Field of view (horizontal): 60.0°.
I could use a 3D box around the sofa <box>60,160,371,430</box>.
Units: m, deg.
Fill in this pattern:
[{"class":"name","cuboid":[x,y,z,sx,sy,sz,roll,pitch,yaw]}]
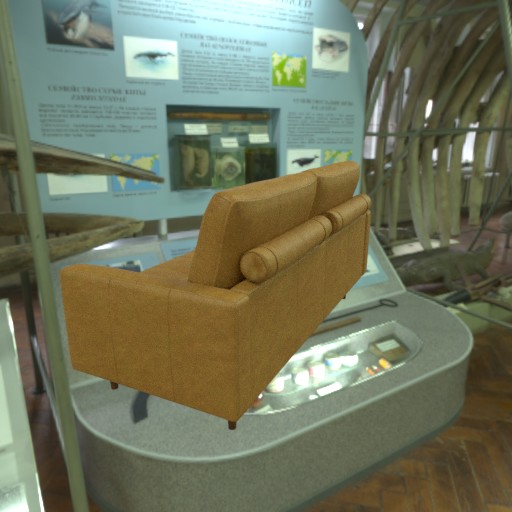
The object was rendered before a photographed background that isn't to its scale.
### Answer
[{"class":"sofa","cuboid":[0.000,0.000,2.313,0.850,0.898,1.821,8,18,26]}]
